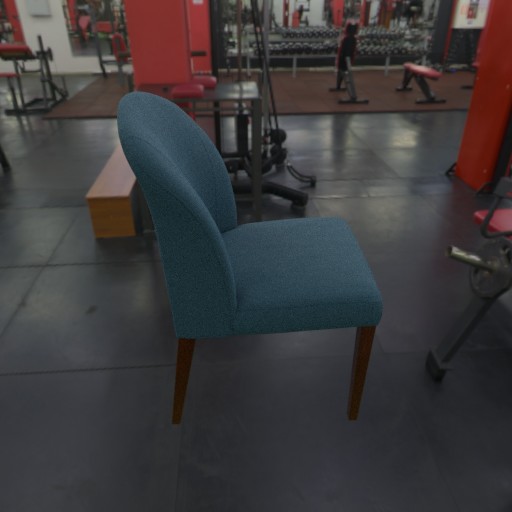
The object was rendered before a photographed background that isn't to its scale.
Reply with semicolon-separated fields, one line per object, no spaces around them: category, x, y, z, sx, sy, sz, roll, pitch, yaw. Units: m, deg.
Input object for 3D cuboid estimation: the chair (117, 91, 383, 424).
chair;0.000;0.000;1.263;0.620;0.879;0.507;-1;30;-2
